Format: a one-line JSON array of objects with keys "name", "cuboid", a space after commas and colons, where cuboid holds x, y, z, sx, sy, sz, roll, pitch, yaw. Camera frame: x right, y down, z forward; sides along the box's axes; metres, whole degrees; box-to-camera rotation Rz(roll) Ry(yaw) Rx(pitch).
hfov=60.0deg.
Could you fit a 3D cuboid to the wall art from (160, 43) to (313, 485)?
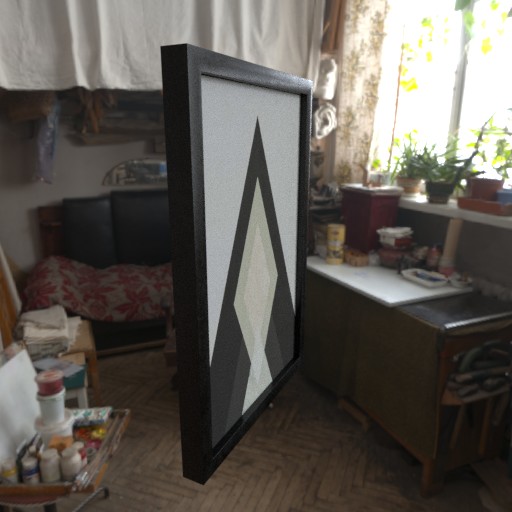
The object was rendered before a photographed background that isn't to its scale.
[{"name": "wall art", "cuboid": [0.000, 0.000, 0.580, 0.031, 0.457, 0.313, 8, 17, 26]}]
